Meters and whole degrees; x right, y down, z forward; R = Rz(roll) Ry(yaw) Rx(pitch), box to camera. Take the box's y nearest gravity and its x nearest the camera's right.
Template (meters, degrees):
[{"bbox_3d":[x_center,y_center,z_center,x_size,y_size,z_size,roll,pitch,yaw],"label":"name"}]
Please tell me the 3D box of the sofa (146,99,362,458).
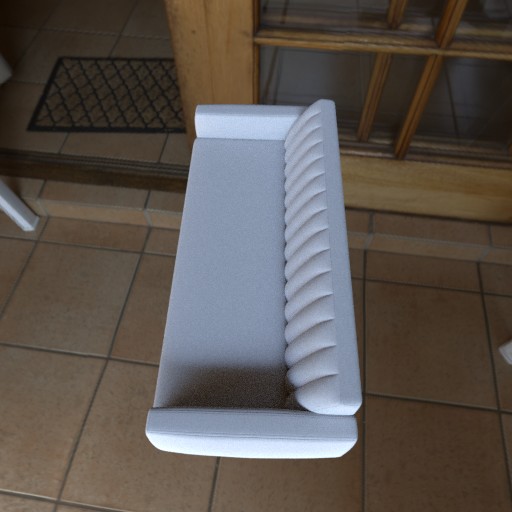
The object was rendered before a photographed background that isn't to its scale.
[{"bbox_3d":[0.000,0.000,2.762,0.990,0.821,2.291,2,58,1],"label":"sofa"}]
